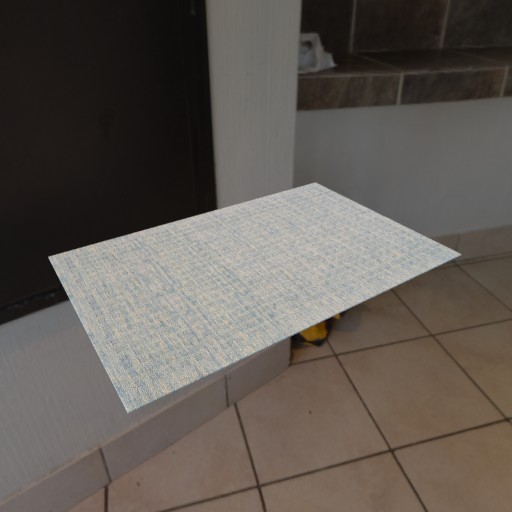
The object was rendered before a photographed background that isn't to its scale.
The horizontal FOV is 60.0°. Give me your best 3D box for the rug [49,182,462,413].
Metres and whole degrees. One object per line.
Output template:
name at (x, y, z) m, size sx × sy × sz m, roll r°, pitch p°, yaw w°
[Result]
rug at (0.000, 0.000, 2.245) m, size 1.752 × 0.006 × 1.142 m, roll -19°, pitch 37°, yaw -28°
